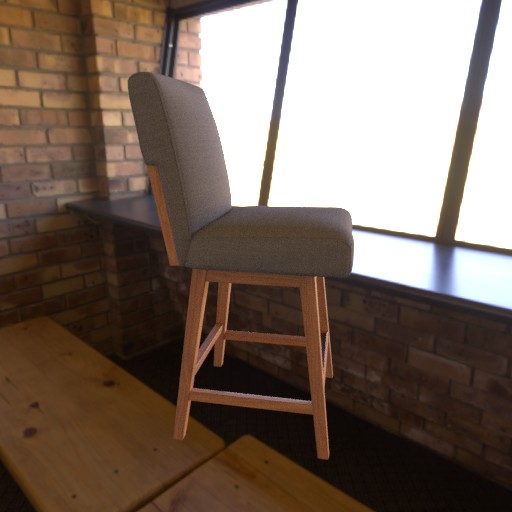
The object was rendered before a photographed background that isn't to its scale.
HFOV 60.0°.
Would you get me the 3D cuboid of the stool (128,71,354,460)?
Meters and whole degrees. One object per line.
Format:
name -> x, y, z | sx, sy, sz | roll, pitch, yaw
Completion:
stool -> 0.000, 0.000, 1.346 | 0.570, 1.019, 0.459 | 3, 16, 11
